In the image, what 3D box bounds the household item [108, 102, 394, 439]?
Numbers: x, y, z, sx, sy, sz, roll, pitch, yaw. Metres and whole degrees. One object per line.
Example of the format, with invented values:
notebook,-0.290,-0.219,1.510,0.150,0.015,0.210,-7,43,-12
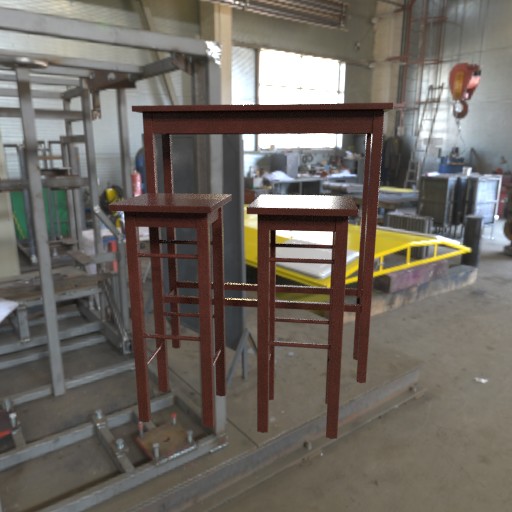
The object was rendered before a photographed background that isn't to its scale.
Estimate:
household item,0.000,0.000,1.633,0.914,1.067,0.676,2,14,8
